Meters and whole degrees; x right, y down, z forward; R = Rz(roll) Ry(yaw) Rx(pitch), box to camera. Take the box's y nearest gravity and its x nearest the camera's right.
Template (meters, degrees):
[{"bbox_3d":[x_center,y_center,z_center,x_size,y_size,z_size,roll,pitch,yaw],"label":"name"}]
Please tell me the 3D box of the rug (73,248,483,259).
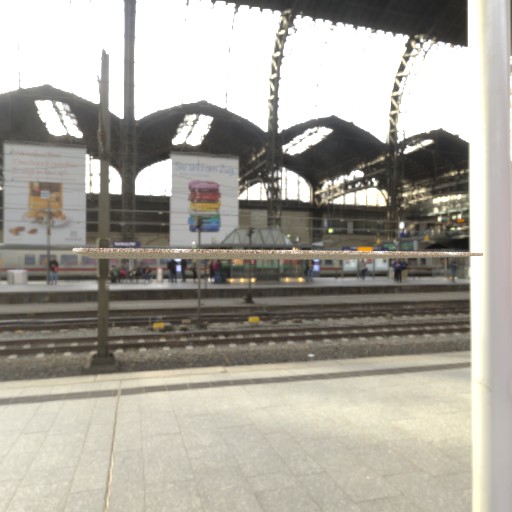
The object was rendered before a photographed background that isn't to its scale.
[{"bbox_3d":[0.000,0.000,4.218,3.047,0.029,2.438,0,-1,-18],"label":"rug"}]
